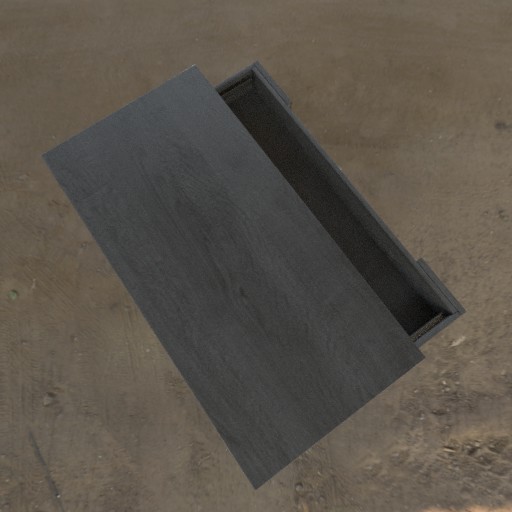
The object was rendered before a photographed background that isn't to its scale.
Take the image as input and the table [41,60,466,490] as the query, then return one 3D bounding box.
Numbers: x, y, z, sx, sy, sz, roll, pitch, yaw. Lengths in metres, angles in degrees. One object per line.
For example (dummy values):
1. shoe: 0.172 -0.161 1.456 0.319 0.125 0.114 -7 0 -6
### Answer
1. table: 0.000 0.000 1.411 0.711 0.570 1.000 -34 78 -9
